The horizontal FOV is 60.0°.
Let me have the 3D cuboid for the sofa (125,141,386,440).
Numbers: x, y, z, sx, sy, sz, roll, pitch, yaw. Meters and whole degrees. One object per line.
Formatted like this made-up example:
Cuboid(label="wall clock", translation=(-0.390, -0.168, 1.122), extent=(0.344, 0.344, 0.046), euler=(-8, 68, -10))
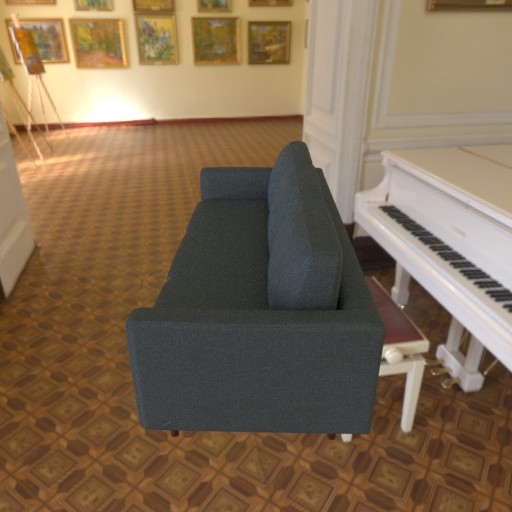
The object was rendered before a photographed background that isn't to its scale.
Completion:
Cuboid(label="sofa", translation=(0.000, 0.000, 2.511), extent=(0.935, 0.945, 2.013), euler=(1, 27, 1))
